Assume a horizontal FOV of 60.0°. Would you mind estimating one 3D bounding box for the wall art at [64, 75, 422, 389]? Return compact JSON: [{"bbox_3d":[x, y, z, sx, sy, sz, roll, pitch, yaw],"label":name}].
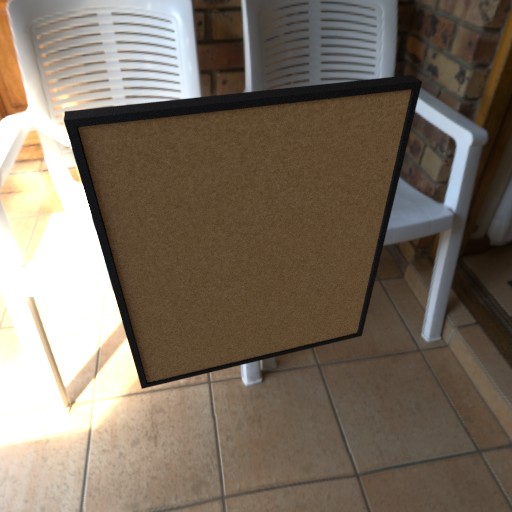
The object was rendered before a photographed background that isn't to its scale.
[{"bbox_3d":[0.000,0.000,0.524,0.330,0.381,0.019,-11,41,-12],"label":"wall art"}]
